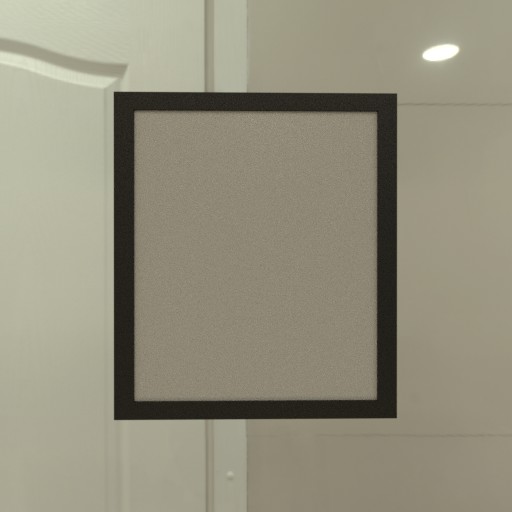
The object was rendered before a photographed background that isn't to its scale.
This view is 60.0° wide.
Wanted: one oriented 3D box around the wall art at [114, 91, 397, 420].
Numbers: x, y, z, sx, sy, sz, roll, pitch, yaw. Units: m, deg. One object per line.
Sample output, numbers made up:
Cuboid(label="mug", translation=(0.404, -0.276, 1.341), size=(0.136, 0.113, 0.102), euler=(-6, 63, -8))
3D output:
Cuboid(label="wall art", translation=(0.000, 0.000, 0.531), size=(0.330, 0.381, 0.029), euler=(0, 0, -1))
